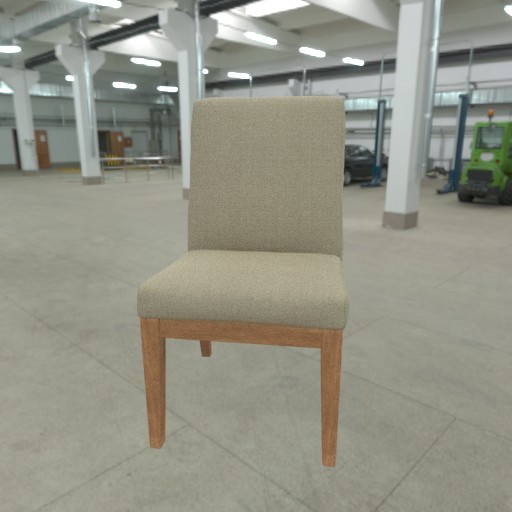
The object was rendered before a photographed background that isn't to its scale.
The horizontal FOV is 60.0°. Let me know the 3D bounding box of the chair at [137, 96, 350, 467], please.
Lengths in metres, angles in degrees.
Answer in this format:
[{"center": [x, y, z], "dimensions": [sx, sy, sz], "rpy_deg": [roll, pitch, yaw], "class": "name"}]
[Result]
[{"center": [0.000, 0.000, 1.270], "dimensions": [0.507, 0.911, 0.586], "rpy_deg": [2, 15, 8], "class": "chair"}]
